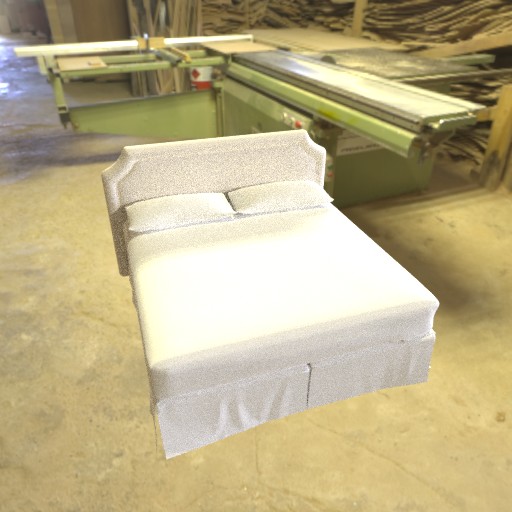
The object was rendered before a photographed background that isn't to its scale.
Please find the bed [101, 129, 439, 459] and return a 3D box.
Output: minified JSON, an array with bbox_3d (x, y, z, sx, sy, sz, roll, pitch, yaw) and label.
[{"bbox_3d":[0.000,0.000,3.527,2.160,1.301,2.204,-10,33,-16],"label":"bed"}]
